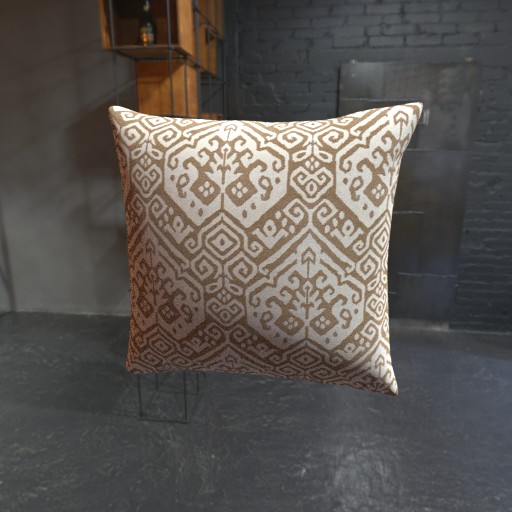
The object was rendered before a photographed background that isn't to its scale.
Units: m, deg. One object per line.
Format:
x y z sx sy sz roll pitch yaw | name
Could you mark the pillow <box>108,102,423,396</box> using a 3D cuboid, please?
0.000 0.000 0.627 0.419 0.407 0.173 2 15 8 | pillow
